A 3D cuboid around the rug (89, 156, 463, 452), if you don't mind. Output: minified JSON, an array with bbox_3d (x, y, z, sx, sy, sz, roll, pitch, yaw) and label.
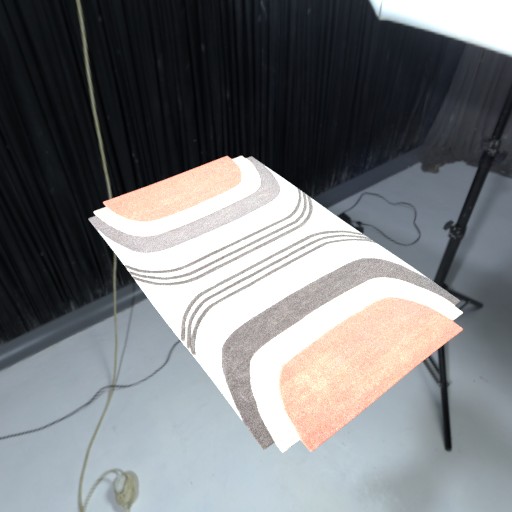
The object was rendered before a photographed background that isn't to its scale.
[{"bbox_3d":[0.000,0.000,3.027,1.530,0.017,2.446,-27,49,-26],"label":"rug"}]
